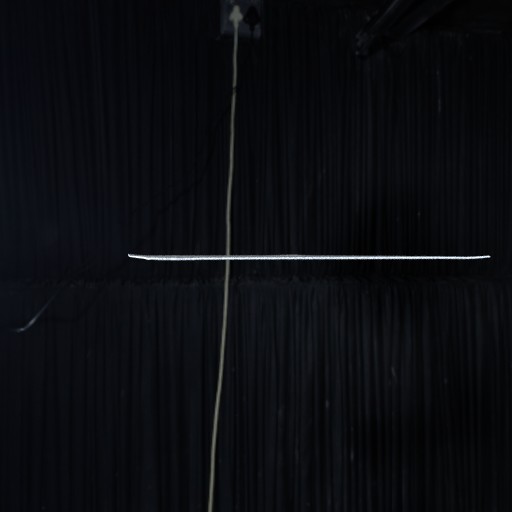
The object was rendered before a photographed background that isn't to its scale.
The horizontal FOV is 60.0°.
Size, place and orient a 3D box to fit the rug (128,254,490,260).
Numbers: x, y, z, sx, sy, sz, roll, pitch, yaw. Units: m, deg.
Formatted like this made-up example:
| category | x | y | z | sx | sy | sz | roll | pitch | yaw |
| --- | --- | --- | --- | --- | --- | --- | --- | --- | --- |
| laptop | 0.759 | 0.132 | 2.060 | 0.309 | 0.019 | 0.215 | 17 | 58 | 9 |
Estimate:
| category | x | y | z | sx | sy | sz | roll | pitch | yaw |
| --- | --- | --- | --- | --- | --- | --- | --- | --- | --- |
| rug | 0.000 | 0.000 | 2.288 | 1.209 | 0.019 | 1.828 | 0 | 0 | -18 |
